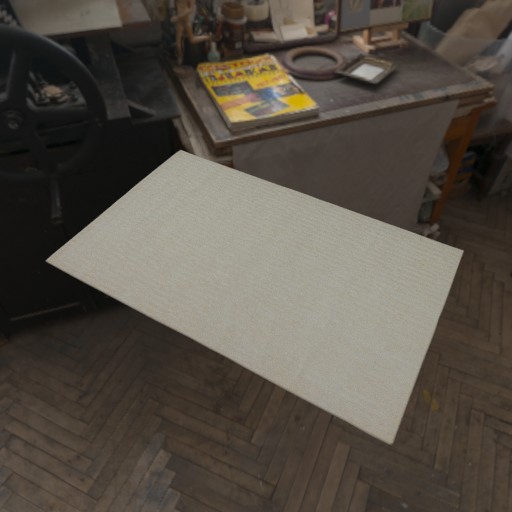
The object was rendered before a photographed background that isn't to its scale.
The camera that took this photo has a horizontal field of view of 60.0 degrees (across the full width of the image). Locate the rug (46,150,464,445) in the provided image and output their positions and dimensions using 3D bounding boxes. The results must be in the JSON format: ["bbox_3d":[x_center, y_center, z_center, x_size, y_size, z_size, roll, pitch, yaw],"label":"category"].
[{"bbox_3d":[0.000,0.000,3.033,2.441,0.014,1.531,23,51,20],"label":"rug"}]
